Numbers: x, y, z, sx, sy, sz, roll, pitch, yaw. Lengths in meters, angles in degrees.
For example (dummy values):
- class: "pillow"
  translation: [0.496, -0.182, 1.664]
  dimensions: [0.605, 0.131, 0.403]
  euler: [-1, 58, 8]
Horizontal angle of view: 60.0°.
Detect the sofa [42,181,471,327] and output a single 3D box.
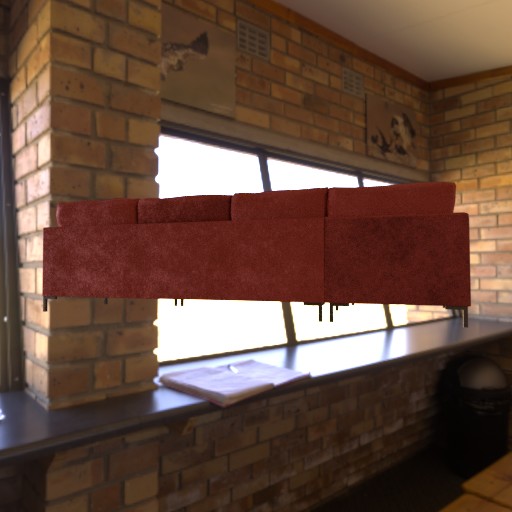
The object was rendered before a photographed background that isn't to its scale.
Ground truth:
- class: "sofa"
  translation: [0.000, 0.000, 4.011]
  dimensions: [3.400, 0.967, 1.500]
  euler: [-1, -2, 18]
